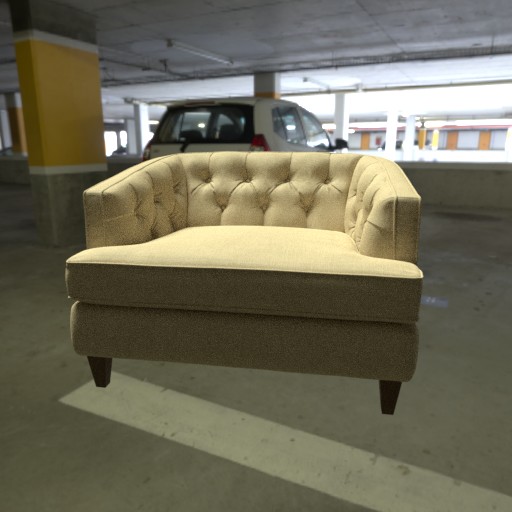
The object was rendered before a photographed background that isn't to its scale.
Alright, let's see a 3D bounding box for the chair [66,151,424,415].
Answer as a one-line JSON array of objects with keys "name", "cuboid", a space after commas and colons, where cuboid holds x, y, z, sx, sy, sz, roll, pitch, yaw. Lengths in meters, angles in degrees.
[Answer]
[{"name": "chair", "cuboid": [0.000, 0.000, 1.736, 1.118, 0.787, 0.914, 2, 14, 9]}]
